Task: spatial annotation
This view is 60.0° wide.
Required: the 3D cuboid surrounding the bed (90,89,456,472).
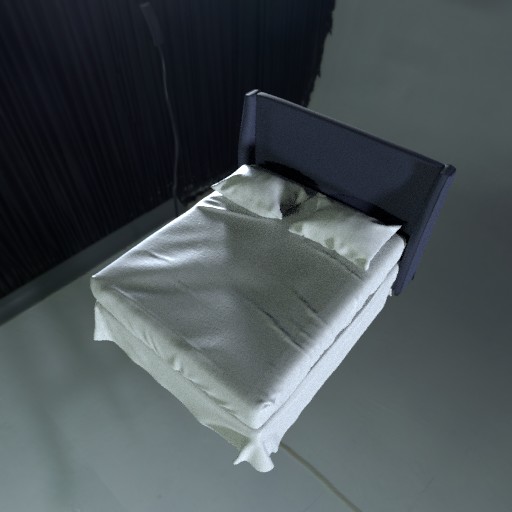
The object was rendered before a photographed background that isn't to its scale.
[{"bbox_3d":[0.000,0.000,3.472,1.925,1.332,2.276,31,54,26],"label":"bed"}]
